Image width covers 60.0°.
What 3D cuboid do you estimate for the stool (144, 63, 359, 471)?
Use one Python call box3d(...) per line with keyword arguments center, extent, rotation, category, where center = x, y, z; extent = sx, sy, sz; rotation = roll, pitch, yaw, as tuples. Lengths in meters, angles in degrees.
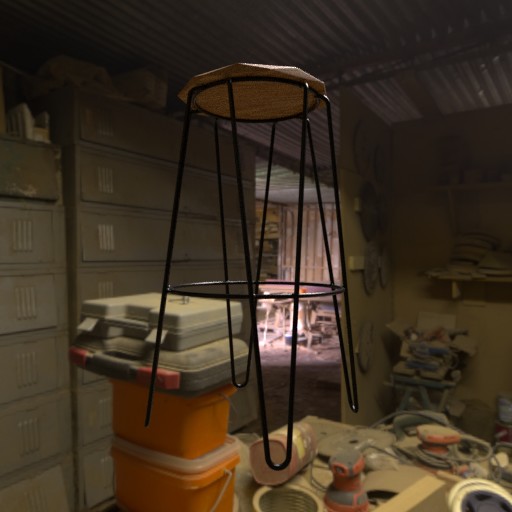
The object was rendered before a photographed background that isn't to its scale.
box3d(center=(0.000, 0.000, 0.827), extent=(0.326, 0.610, 0.326), rotation=(0, 0, 35), category="stool")
